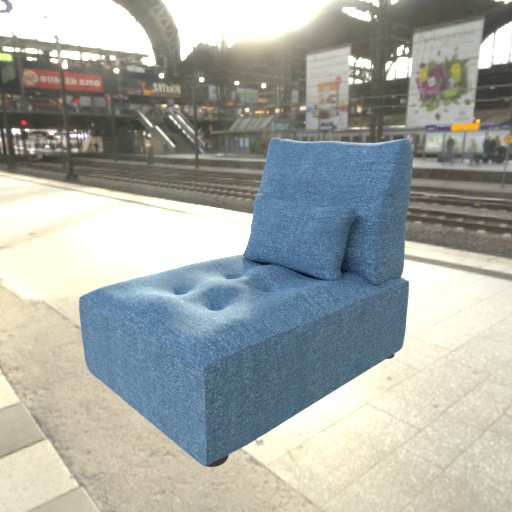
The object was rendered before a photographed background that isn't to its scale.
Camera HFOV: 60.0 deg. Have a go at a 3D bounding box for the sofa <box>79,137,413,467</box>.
[{"bbox_3d":[0.000,0.000,1.562,1.000,0.820,0.700,-13,19,-42],"label":"sofa"}]
